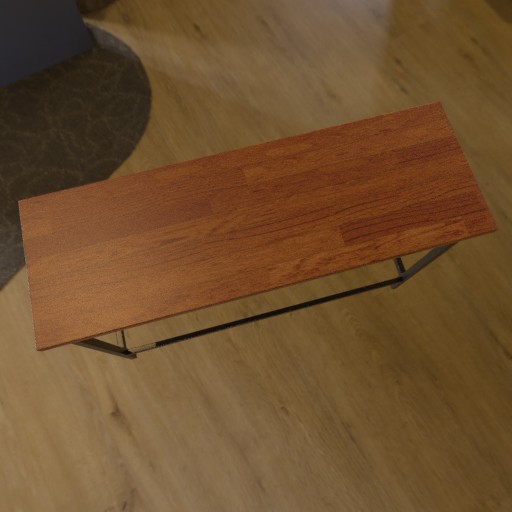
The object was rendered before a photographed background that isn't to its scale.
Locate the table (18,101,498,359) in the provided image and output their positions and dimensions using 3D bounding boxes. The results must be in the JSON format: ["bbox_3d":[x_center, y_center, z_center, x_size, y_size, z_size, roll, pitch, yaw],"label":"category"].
[{"bbox_3d":[0.000,0.000,1.523,1.204,0.740,0.408,-14,73,-4],"label":"table"}]
